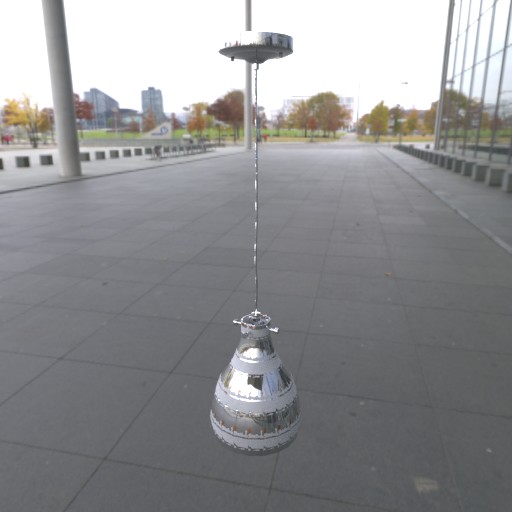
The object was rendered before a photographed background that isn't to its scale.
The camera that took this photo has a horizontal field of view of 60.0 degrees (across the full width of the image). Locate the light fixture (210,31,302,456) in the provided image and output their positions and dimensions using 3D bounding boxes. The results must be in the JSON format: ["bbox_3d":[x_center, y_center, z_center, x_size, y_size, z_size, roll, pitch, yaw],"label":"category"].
[{"bbox_3d":[0.000,0.000,1.634,0.374,1.457,0.374,8,17,26],"label":"light fixture"}]
